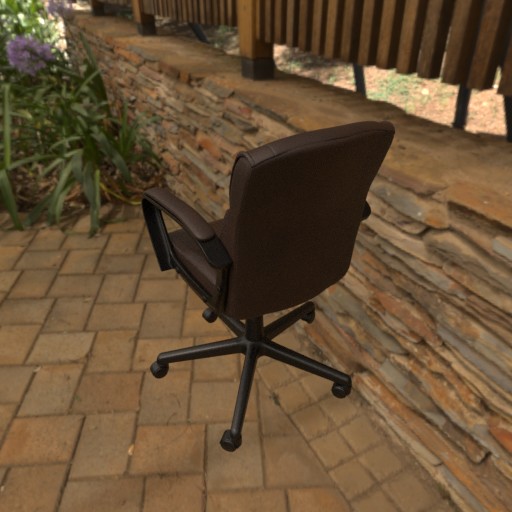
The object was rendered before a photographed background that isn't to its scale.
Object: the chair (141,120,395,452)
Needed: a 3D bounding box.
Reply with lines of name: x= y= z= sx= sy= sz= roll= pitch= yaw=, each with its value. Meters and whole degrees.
chair: x=0.000 y=0.000 z=1.480 sx=0.739 sy=1.004 sz=0.717 roll=-19 pitch=37 yaw=-27
